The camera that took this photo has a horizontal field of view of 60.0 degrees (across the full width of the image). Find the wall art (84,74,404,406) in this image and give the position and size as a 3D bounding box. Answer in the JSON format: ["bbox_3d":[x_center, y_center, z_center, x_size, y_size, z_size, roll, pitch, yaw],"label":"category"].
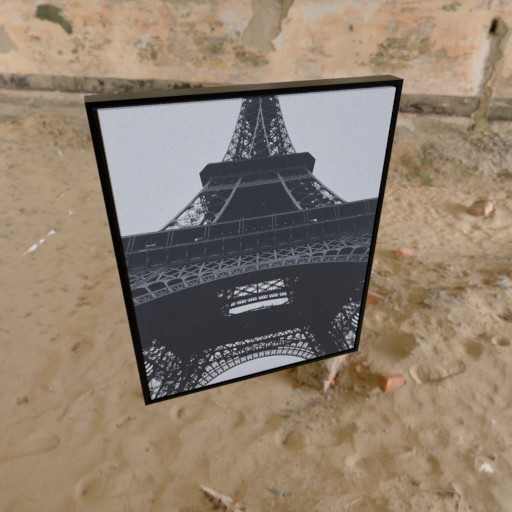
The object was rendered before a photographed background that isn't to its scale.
[{"bbox_3d":[0.000,0.000,0.760,0.451,0.553,0.039,-10,34,-16],"label":"wall art"}]
